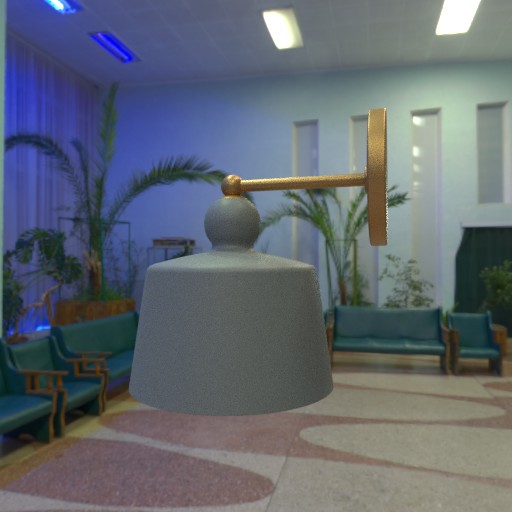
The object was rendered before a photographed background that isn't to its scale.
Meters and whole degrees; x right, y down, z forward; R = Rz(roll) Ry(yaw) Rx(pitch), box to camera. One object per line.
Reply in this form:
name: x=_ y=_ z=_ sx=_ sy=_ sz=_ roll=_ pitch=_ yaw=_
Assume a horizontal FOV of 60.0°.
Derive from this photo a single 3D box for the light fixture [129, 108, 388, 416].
light fixture: x=0.000 y=0.000 z=0.448 sx=0.254 sy=0.268 sz=0.204 roll=0 pitch=-1 yaw=17
